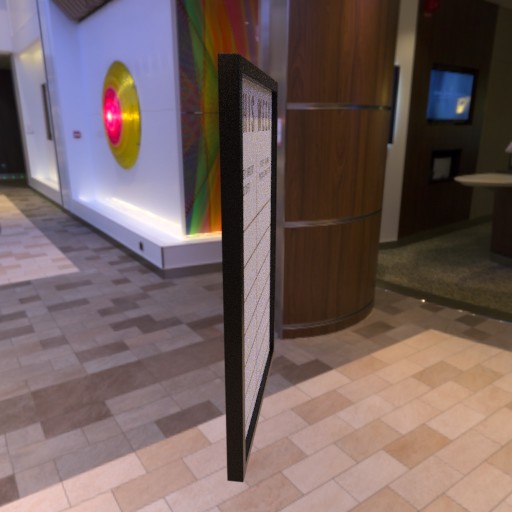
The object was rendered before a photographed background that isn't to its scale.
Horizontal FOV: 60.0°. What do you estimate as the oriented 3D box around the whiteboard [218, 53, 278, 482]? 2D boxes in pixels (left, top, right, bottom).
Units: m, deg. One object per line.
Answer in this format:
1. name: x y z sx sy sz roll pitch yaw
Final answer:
1. whiteboard: 0.000 0.000 0.790 0.026 0.611 0.406 3 17 9
